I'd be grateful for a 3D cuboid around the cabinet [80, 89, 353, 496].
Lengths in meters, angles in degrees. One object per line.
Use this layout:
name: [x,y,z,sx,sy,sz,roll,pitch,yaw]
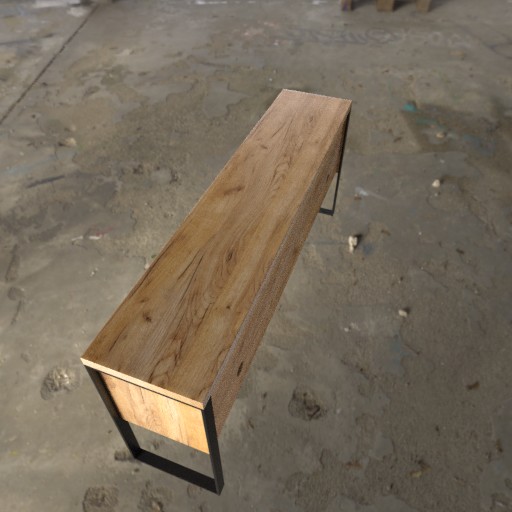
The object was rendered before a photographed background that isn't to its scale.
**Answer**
cabinet: [0.000,0.000,2.059,0.395,0.762,1.800,15,47,15]
